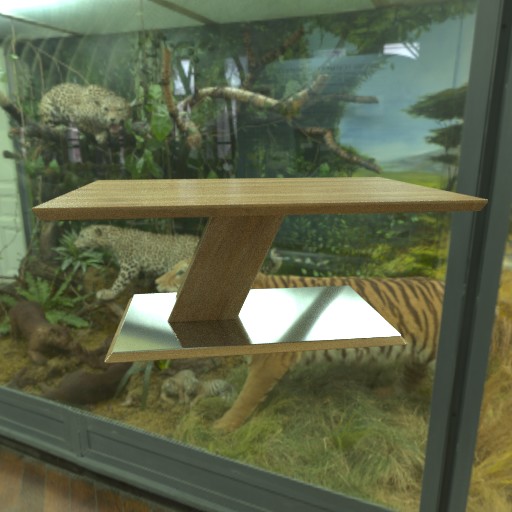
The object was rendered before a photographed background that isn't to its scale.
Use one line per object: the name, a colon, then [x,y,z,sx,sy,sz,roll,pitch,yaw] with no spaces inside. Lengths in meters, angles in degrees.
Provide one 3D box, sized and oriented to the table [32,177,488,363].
table: [0.000,0.000,1.446,1.100,0.441,0.692,-2,15,-7]
